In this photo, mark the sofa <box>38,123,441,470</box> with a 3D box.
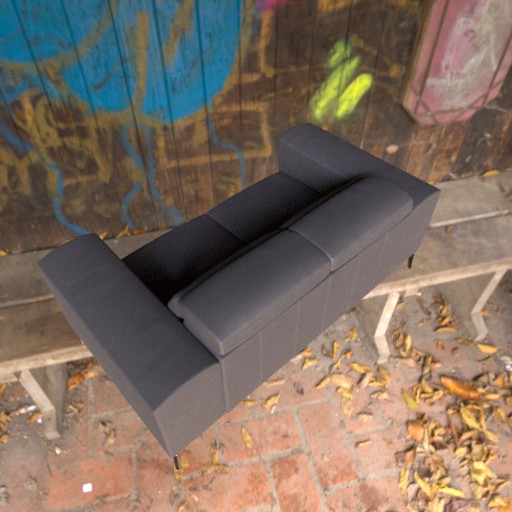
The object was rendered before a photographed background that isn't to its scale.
[{"bbox_3d":[0.000,0.000,2.406,1.895,0.779,1.003,-34,55,-28],"label":"sofa"}]
